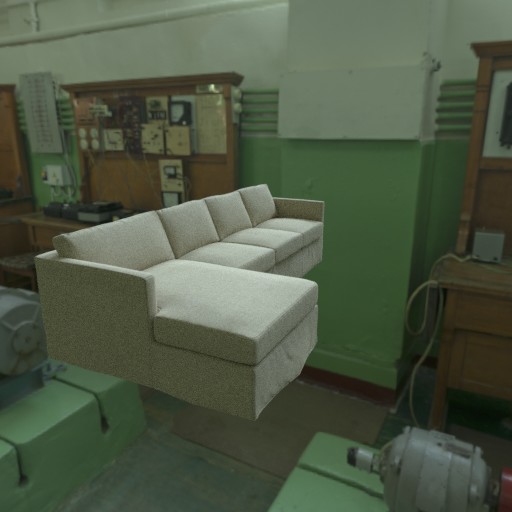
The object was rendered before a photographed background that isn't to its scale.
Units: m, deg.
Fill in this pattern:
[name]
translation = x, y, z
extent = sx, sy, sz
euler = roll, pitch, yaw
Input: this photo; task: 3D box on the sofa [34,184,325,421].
[sofa]
translation = 0.000, 0.000, 3.927
extent = 1.650, 0.922, 3.205
euler = 8, 17, 26
